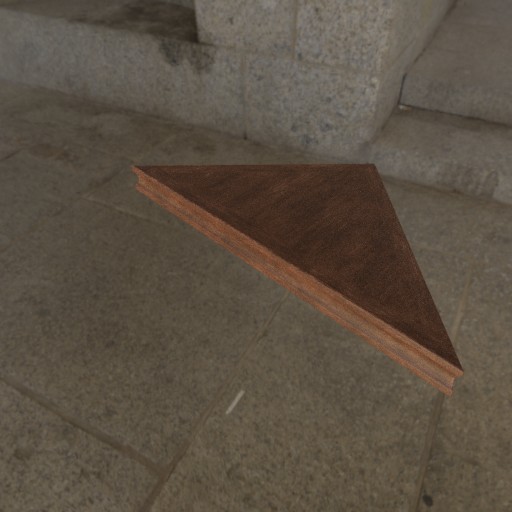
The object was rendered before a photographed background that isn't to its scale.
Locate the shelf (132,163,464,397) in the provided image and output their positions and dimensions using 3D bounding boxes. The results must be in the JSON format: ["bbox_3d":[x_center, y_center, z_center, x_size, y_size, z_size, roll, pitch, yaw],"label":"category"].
[{"bbox_3d":[0.000,0.000,0.440,0.296,0.035,0.296,-1,42,-1],"label":"shelf"}]
